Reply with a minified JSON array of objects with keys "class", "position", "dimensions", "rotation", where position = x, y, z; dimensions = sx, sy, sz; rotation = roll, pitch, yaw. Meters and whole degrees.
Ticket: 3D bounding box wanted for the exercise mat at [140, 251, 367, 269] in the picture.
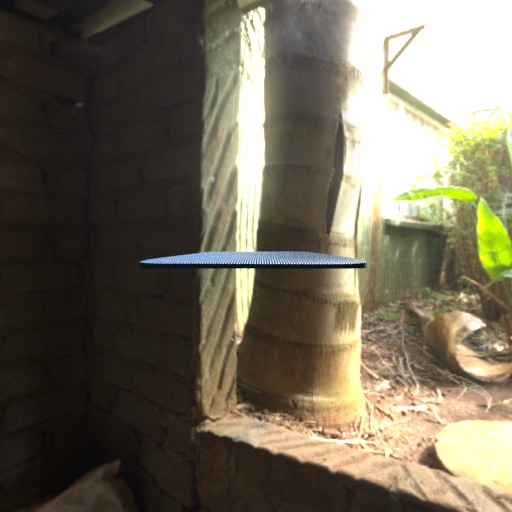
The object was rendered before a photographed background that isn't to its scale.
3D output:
[{"class":"exercise mat","position":[0.000,0.000,2.075],"dimensions":[0.616,0.021,1.869],"rotation":[0,1,1]}]
